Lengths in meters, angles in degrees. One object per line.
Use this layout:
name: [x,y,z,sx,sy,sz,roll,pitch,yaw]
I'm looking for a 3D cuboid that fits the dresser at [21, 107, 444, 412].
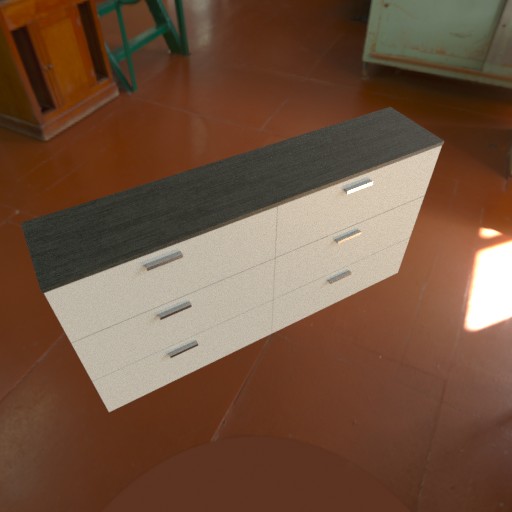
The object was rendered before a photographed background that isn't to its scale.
dresser: [0.000,0.000,1.859,1.535,0.790,0.333,-22,50,-20]
